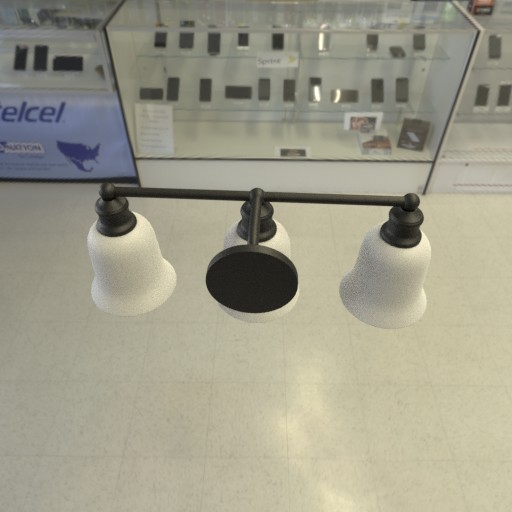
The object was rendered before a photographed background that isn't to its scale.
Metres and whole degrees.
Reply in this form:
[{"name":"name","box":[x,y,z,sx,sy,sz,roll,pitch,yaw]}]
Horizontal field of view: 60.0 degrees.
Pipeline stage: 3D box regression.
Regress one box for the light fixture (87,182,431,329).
[{"name":"light fixture","box":[0.000,0.000,0.666,0.570,0.211,0.198,2,45,2]}]
